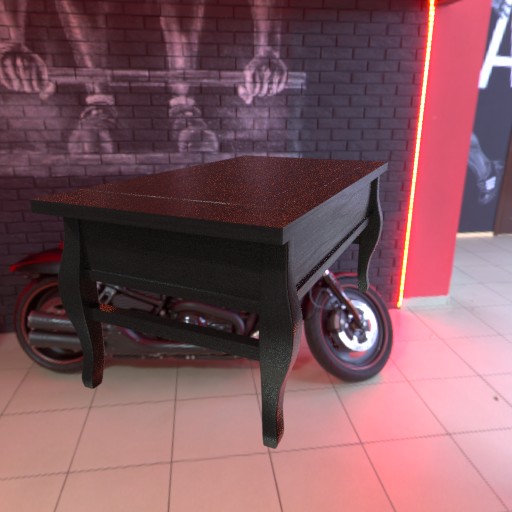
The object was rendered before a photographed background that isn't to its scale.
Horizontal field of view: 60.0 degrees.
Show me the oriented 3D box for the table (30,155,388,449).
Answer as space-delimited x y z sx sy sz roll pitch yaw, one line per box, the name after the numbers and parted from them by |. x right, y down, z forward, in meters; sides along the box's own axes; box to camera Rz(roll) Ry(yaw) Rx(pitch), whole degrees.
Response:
0.000 0.000 1.371 0.600 0.494 1.062 8 20 23 | table
